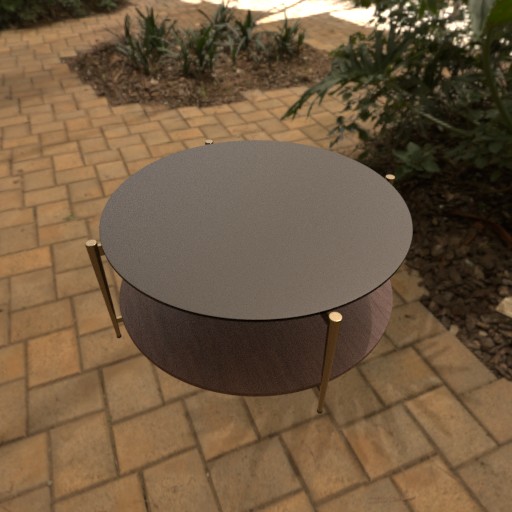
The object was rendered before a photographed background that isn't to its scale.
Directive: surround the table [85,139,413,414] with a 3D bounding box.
[{"bbox_3d":[0.000,0.000,1.501,0.938,0.400,0.938,27,47,28],"label":"table"}]
